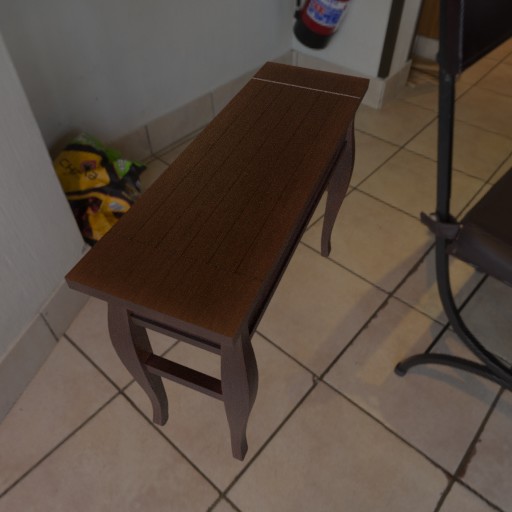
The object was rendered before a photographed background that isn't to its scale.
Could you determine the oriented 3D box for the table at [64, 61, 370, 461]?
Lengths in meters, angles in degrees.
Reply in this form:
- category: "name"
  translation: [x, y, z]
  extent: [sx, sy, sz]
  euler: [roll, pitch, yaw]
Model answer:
- category: "table"
  translation: [0.000, 0.000, 1.417]
  extent: [0.373, 0.768, 1.062]
  euler: [17, 49, 15]
